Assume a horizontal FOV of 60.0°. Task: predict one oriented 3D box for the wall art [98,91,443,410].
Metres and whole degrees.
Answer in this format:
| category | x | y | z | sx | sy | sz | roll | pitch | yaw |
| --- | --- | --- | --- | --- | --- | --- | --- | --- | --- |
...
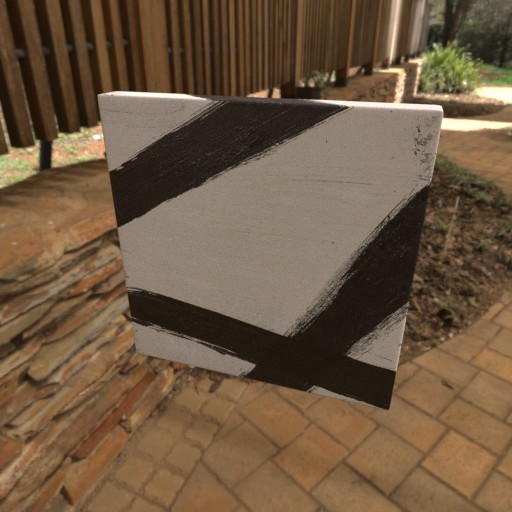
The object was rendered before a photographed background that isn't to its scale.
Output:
| category | x | y | z | sx | sy | sz | roll | pitch | yaw |
| --- | --- | --- | --- | --- | --- | --- | --- | --- | --- |
| wall art | 0.000 | 0.000 | 0.754 | 0.507 | 0.508 | 0.050 | 8 | 28 | 16 |
